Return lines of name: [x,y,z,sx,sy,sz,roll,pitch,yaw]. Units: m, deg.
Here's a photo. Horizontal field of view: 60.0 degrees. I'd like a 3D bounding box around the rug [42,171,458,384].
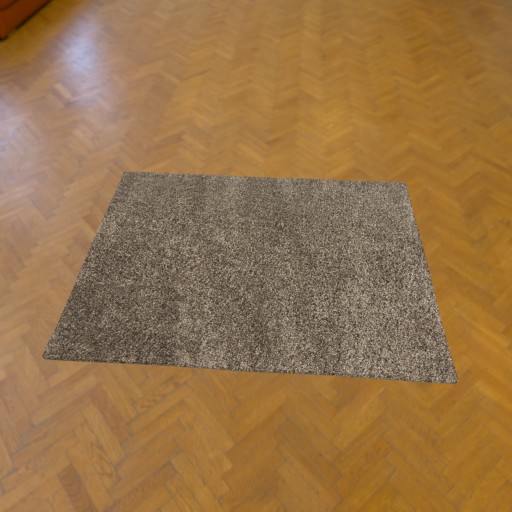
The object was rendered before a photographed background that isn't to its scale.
rug: [0.000,0.000,2.106,1.601,0.025,1.198,3,47,3]
